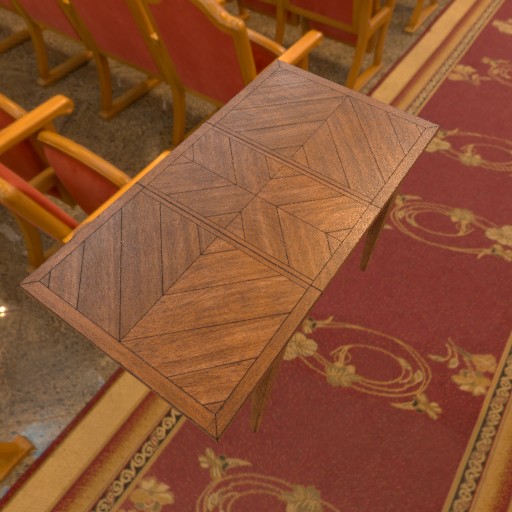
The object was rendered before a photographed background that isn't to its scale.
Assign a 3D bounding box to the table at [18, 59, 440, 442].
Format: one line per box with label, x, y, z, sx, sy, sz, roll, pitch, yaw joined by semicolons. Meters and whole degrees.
table;0.000;0.000;1.838;0.757;0.760;1.400;31;62;18
